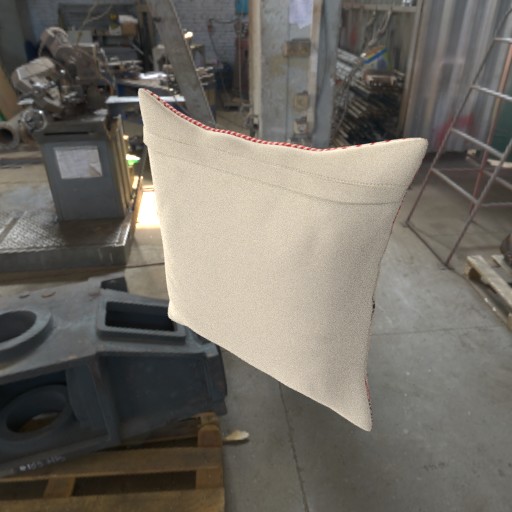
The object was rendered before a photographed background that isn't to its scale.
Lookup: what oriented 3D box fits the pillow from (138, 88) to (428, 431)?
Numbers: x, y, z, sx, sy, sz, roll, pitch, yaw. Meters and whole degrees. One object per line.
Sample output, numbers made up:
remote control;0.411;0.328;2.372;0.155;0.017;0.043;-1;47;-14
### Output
pillow;0.000;0.000;0.698;0.463;0.454;0.160;22;37;32
